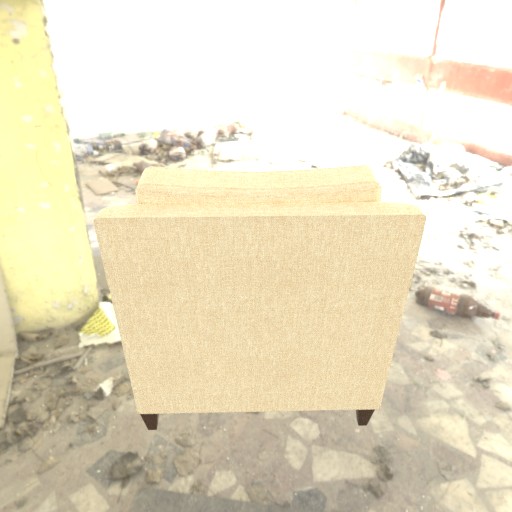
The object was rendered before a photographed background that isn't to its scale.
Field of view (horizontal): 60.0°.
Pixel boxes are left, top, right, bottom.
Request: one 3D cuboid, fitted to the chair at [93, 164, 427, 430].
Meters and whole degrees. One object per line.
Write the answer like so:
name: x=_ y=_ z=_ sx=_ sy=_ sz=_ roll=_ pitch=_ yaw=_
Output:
chair: x=0.000 y=0.000 z=1.744 sx=0.838 sy=0.940 sz=1.041 roll=-1 pitch=29 yaw=-1
